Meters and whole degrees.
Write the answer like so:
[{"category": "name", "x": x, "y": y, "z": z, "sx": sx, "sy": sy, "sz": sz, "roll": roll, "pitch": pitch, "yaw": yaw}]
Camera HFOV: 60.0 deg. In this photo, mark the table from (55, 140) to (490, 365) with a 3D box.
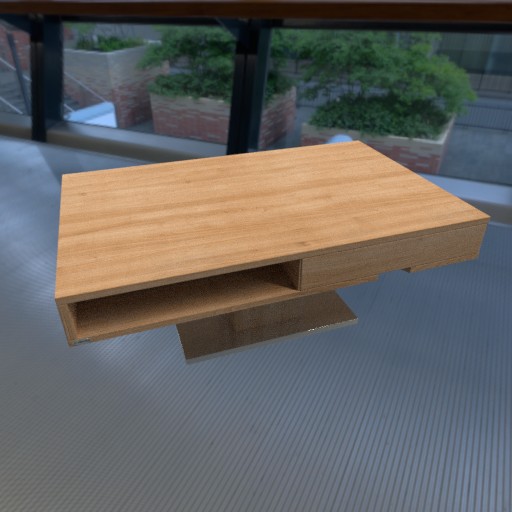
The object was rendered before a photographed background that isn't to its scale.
[{"category": "table", "x": 0.000, "y": 0.000, "z": 1.440, "sx": 1.100, "sy": 0.440, "sz": 0.700, "roll": -10, "pitch": 34, "yaw": -16}]
